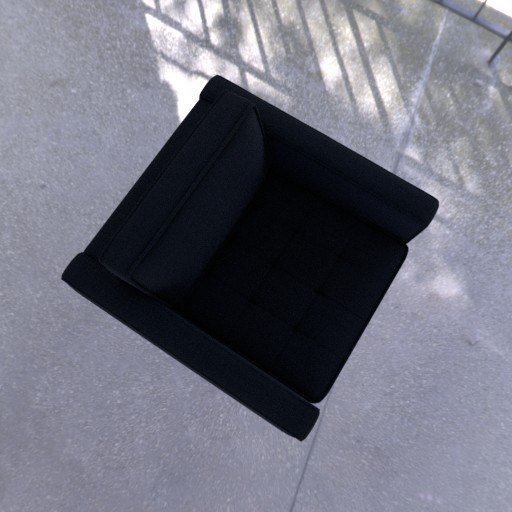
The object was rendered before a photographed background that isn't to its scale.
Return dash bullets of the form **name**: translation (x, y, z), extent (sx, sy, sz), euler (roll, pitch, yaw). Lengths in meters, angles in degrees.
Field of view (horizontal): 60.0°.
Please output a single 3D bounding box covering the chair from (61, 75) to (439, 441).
- **chair**: translation (0.000, 0.000, 1.610), extent (0.920, 0.770, 0.899), euler (32, 78, 7)
